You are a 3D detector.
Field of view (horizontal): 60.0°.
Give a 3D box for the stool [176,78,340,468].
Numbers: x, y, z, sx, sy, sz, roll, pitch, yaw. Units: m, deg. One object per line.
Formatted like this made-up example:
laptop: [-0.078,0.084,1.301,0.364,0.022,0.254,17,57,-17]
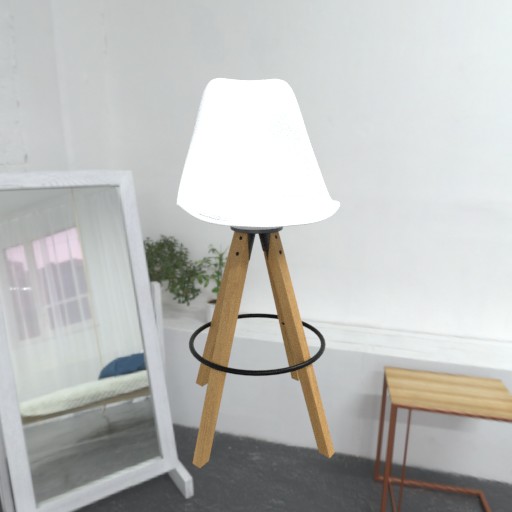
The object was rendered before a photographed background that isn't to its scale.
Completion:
stool: [0.000,0.000,1.401,0.482,1.115,0.549,-2,14,-6]
